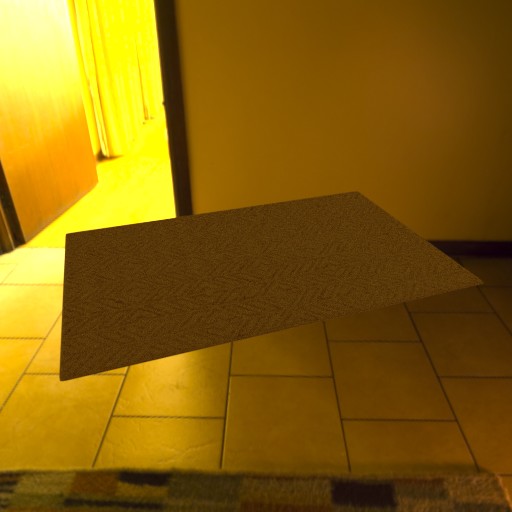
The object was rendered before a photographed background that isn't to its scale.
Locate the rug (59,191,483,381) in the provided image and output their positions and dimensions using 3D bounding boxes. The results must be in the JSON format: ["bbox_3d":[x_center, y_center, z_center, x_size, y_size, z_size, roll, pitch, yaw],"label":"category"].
[{"bbox_3d":[0.000,0.000,2.988,2.438,0.008,1.523,-10,33,-16],"label":"rug"}]
